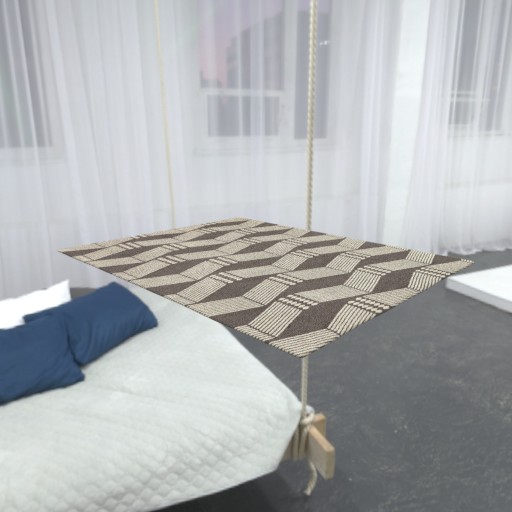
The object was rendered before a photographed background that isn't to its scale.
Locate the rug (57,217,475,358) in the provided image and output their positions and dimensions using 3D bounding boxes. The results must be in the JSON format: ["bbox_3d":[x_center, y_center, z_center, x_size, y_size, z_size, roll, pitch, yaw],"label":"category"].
[{"bbox_3d":[0.000,0.000,4.113,3.048,0.016,2.438,15,21,43],"label":"rug"}]
